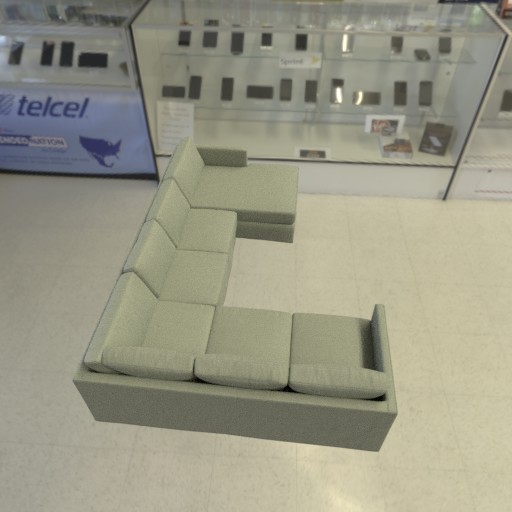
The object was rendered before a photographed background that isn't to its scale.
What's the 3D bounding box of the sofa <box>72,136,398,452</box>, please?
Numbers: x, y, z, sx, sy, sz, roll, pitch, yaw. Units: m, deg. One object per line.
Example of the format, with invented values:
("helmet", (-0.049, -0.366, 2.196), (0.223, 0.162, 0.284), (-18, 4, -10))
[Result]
("sofa", (0.000, 0.000, 4.626), (2.427, 0.882, 3.460), (4, 45, 4))
